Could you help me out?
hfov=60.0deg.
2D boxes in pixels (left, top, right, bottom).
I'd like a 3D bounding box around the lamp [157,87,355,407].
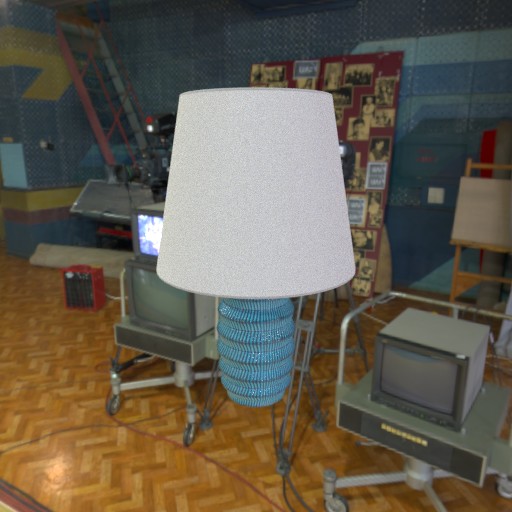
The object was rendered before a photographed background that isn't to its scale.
[{"bbox_3d":[0.000,0.000,0.576,0.254,0.392,0.254,0,15,0],"label":"lamp"}]
